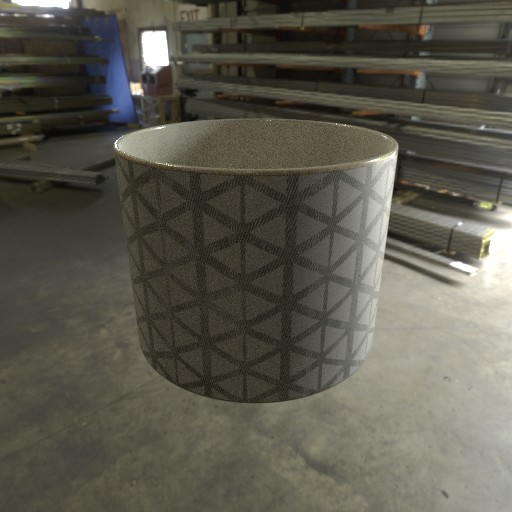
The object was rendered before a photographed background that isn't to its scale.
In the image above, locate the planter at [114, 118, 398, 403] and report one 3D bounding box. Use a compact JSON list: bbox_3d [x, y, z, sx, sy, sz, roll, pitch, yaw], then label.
[{"bbox_3d":[0.000,0.000,0.345,0.190,0.181,0.190,0,25,0],"label":"planter"}]
